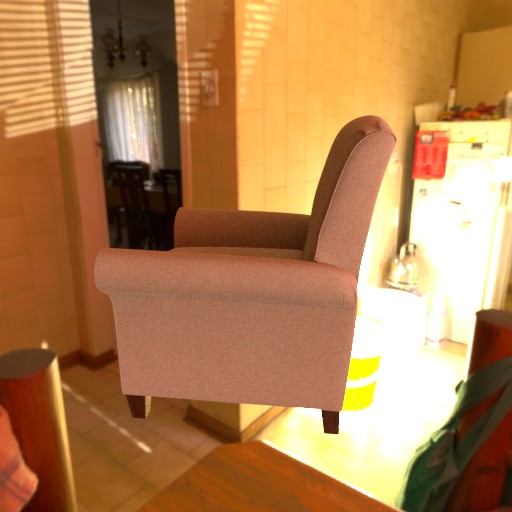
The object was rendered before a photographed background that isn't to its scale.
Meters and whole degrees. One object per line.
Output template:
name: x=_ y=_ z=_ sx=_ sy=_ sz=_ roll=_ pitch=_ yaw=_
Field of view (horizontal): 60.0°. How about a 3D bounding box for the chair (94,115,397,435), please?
chair: x=0.000 y=0.000 z=1.764 sx=0.905 sy=1.061 sz=0.978 roll=2 pitch=15 yaw=7
